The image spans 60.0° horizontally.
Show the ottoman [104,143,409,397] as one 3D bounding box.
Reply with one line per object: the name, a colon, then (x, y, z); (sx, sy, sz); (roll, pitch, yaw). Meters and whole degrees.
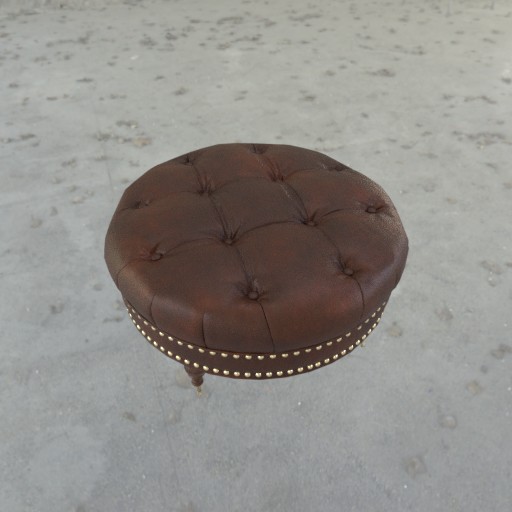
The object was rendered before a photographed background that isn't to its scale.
ottoman: (0.000, 0.000, 1.417); (0.901, 0.455, 0.901); (0, 40, 0)
